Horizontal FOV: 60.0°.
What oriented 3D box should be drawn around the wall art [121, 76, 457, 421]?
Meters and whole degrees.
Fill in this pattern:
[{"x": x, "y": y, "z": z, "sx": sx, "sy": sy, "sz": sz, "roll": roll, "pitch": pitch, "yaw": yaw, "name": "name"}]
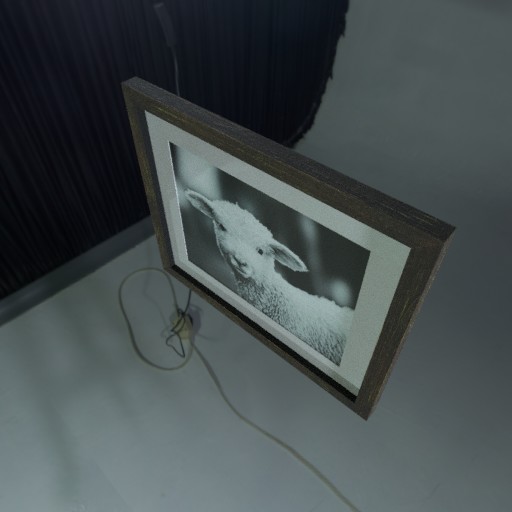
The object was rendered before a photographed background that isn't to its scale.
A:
[{"x": 0.000, "y": 0.000, "z": 0.770, "sx": 0.558, "sy": 0.457, "sz": 0.032, "roll": 32, "pitch": 55, "yaw": 27, "name": "wall art"}]
